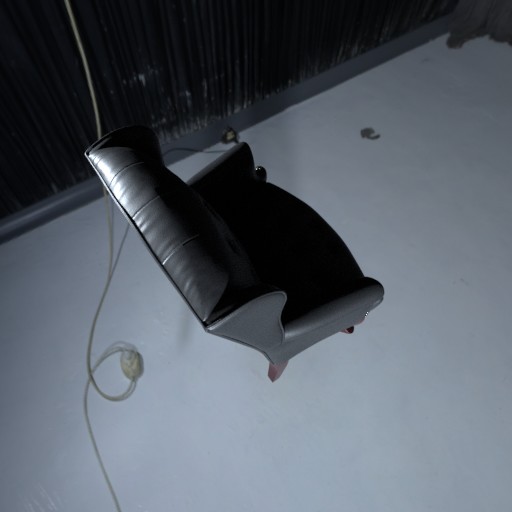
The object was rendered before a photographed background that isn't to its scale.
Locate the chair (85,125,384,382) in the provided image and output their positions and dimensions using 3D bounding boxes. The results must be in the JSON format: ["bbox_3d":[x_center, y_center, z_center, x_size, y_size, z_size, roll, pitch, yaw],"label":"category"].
[{"bbox_3d":[0.000,0.000,1.655,0.762,1.111,0.838,-31,64,-17],"label":"chair"}]
